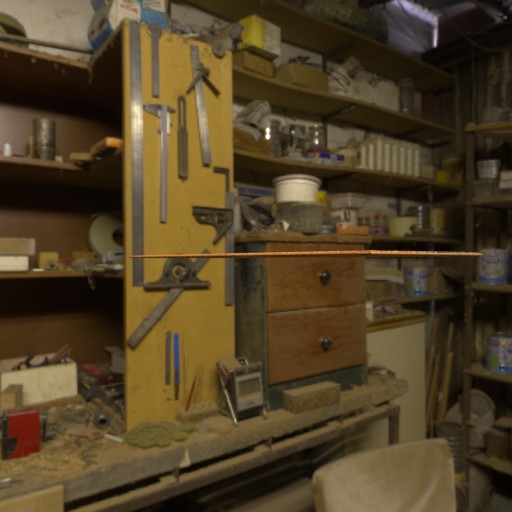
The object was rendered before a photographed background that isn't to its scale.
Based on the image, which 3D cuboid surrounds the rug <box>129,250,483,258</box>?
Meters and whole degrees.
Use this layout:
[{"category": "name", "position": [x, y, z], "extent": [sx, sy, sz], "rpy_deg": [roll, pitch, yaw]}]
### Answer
[{"category": "rug", "position": [0.000, 0.000, 2.048], "extent": [0.556, 0.013, 1.820], "rpy_deg": [0, -1, -35]}]
